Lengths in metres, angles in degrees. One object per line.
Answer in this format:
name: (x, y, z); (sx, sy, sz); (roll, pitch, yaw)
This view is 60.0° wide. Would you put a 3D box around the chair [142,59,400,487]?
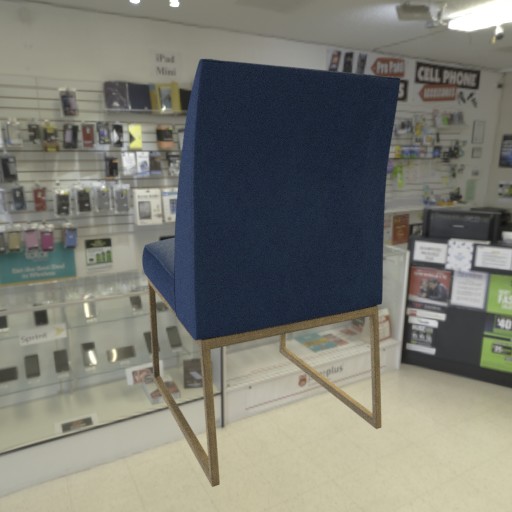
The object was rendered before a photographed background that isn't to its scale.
chair: (0.000, 0.000, 1.185); (0.508, 0.863, 0.522); (-7, 15, -26)
